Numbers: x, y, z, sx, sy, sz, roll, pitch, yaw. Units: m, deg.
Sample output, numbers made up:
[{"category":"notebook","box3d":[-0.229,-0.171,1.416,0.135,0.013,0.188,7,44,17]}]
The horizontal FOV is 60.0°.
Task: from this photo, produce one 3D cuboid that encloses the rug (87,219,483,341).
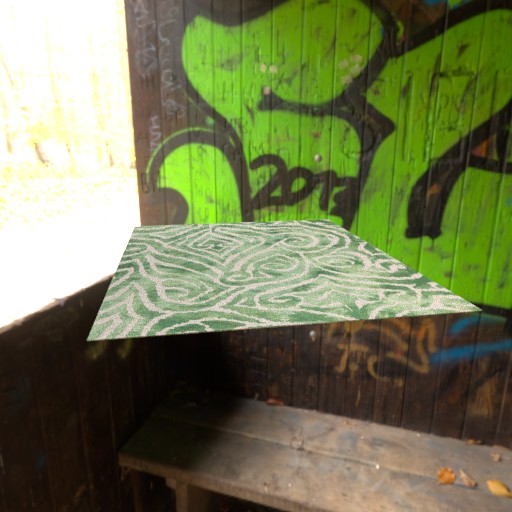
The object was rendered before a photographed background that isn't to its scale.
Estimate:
[{"category":"rug","box3d":[0.000,0.000,4.096,2.436,0.007,3.045,-3,16,-10]}]
